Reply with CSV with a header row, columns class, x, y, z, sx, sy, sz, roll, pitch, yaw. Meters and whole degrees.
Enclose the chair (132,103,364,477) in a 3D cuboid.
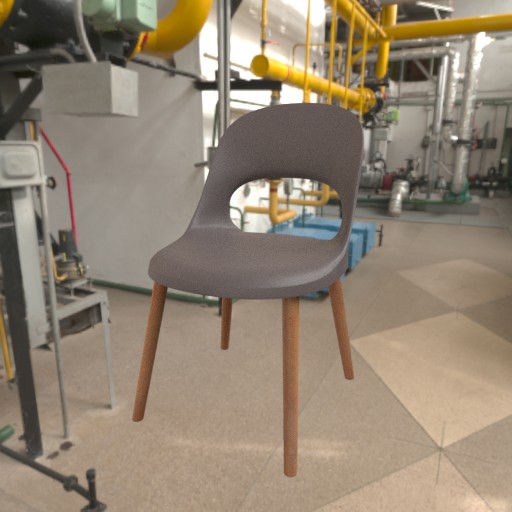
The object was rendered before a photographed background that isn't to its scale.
class,x,y,z,sx,sy,sz,roll,pitch,yaw
chair,0.000,0.000,1.155,0.470,0.794,0.556,7,16,26
